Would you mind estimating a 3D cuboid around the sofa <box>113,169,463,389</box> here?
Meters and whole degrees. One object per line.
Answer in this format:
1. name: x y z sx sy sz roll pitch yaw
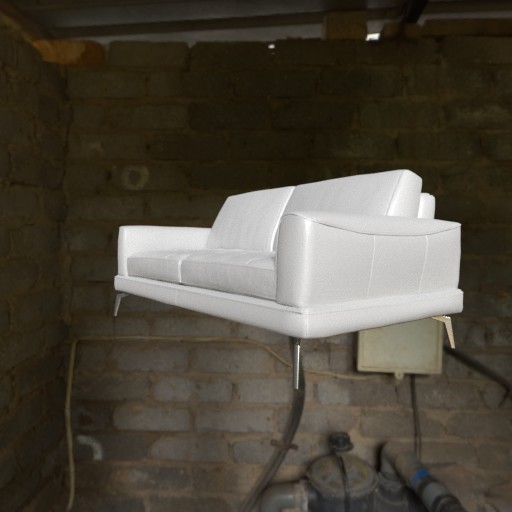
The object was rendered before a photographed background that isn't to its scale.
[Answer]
1. sofa: 0.000 0.000 2.762 1.121 0.930 2.177 -1 2 -36
